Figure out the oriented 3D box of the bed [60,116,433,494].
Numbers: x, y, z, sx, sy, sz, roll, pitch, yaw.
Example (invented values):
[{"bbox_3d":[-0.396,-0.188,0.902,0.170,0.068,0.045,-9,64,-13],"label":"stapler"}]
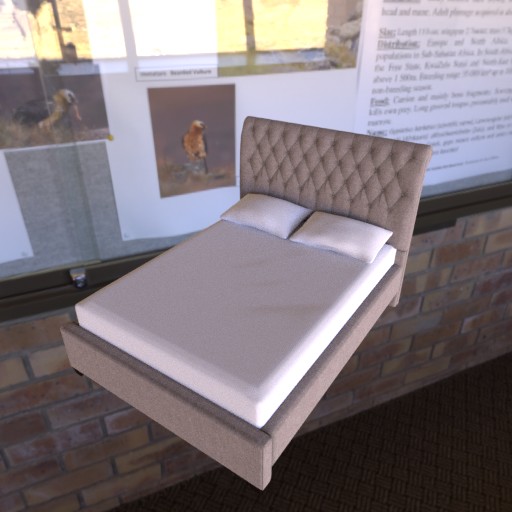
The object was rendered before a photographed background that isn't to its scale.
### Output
[{"bbox_3d":[0.000,0.000,3.202,1.645,1.371,2.252,19,35,29],"label":"bed"}]
